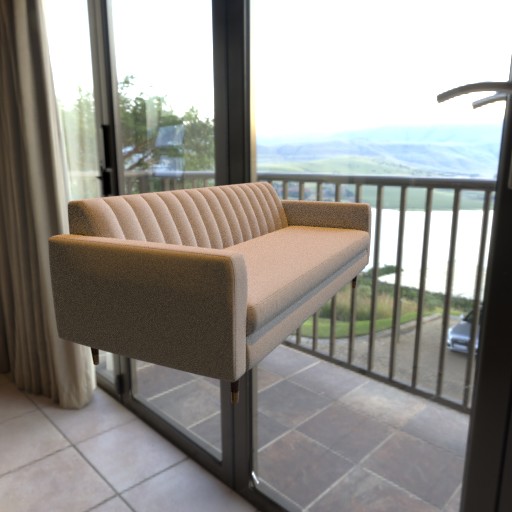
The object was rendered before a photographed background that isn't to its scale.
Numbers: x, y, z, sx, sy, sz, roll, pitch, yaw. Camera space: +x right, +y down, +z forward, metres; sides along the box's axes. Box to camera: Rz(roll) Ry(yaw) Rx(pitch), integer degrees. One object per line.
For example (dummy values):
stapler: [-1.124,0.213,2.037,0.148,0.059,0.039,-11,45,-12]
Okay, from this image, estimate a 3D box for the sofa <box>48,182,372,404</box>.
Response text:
sofa: [0.000,0.000,2.787,0.990,0.821,2.291,6,14,26]
